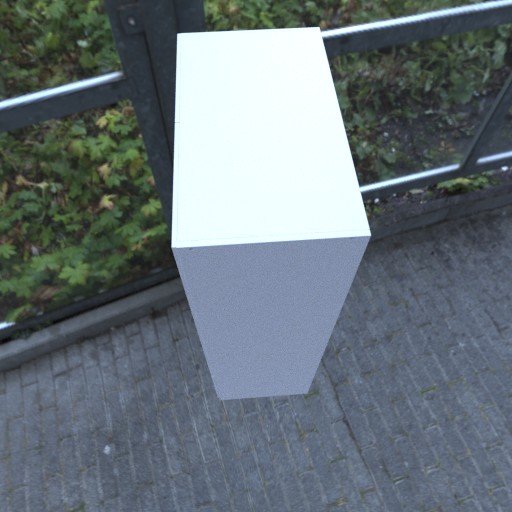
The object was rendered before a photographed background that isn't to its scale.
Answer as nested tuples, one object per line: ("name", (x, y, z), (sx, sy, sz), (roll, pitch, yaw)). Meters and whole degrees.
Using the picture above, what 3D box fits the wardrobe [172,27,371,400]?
("wardrobe", (0.000, 0.000, 2.265), (0.577, 1.808, 0.991), (-4, 59, -2))
